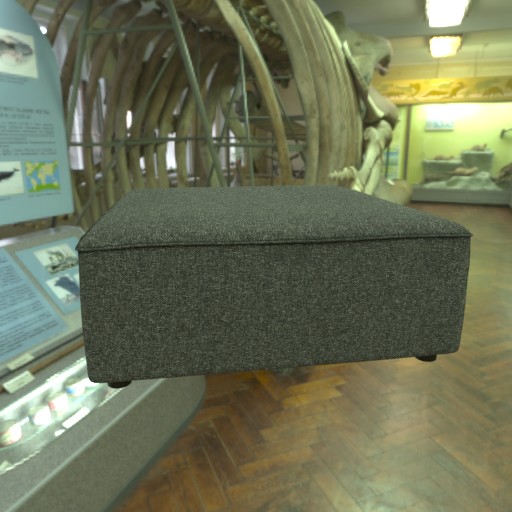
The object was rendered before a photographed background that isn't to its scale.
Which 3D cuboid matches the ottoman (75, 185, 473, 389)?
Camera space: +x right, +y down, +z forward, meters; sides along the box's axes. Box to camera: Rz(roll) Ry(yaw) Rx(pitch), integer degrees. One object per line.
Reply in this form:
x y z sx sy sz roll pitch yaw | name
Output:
0.000 0.000 1.589 1.021 0.423 1.017 -2 15 -8 | ottoman
